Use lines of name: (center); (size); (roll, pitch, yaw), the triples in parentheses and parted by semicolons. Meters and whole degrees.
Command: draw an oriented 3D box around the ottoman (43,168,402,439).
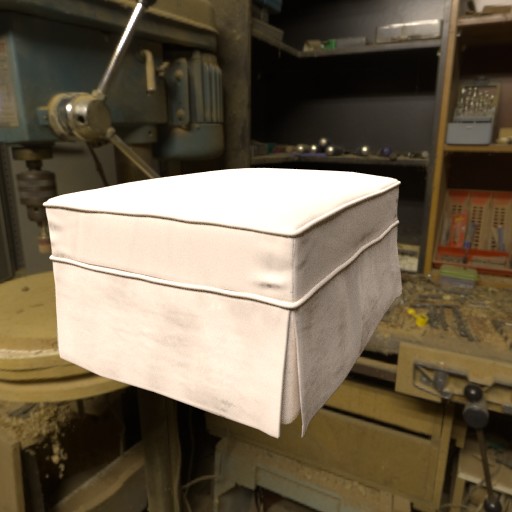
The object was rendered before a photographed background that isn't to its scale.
ottoman: (0.000, 0.000, 1.308); (0.703, 0.479, 0.944); (8, 18, 27)
